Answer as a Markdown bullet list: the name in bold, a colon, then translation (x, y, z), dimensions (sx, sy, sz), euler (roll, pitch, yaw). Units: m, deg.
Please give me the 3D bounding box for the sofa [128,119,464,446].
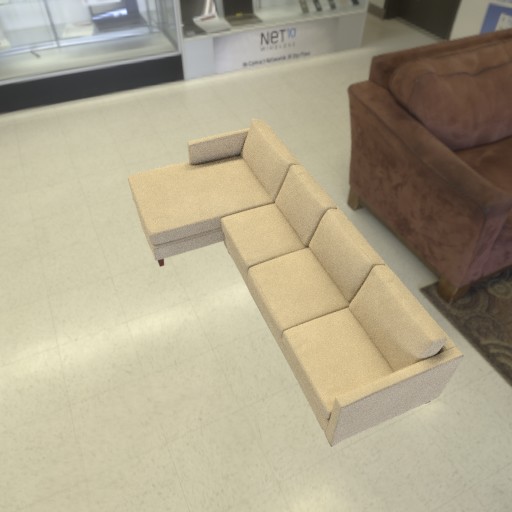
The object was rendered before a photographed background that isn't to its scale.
- **sofa**: translation (0.000, 0.000, 3.852), dimensions (1.625, 0.846, 3.186), euler (-17, 49, -16)
